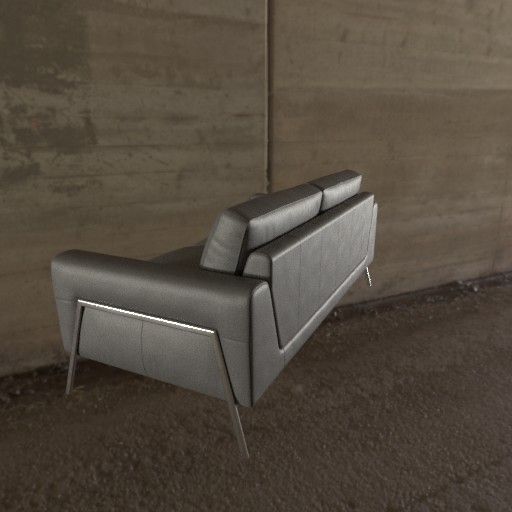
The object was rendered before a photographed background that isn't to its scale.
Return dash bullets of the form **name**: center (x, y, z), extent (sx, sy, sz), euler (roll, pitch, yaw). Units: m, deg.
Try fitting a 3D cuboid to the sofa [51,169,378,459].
- **sofa**: center (0.000, 0.000, 2.541), extent (0.953, 0.875, 2.017), euler (8, 18, 25)
